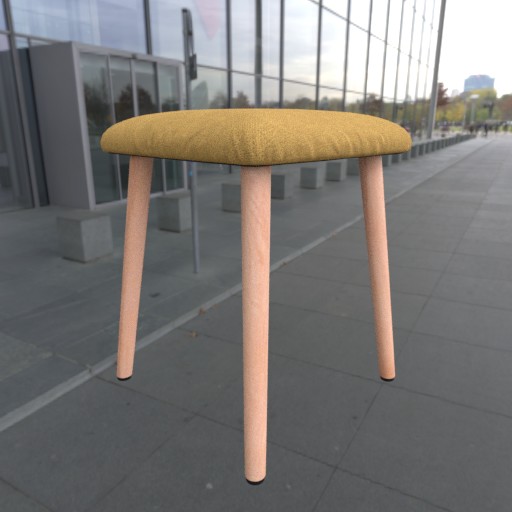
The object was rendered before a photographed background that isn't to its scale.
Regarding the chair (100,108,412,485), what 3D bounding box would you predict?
[{"bbox_3d":[0.000,0.000,0.699,0.350,0.440,0.350,-16,23,-42],"label":"chair"}]
